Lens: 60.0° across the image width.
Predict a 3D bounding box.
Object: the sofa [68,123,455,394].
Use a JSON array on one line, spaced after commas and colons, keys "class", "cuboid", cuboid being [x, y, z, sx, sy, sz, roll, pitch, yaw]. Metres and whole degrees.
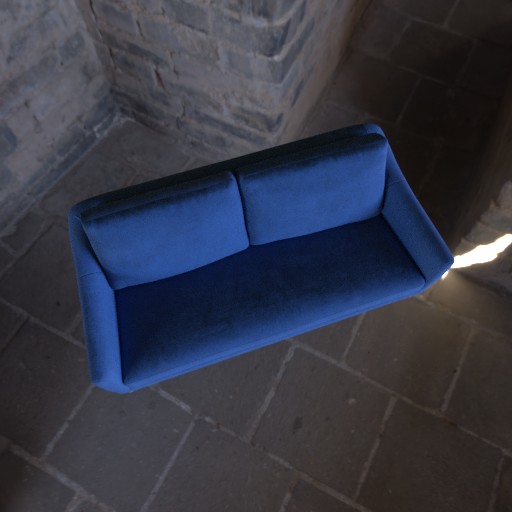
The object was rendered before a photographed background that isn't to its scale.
[{"class": "sofa", "cuboid": [0.000, 0.000, 2.631, 2.036, 0.903, 0.960, -17, 66, -8]}]
